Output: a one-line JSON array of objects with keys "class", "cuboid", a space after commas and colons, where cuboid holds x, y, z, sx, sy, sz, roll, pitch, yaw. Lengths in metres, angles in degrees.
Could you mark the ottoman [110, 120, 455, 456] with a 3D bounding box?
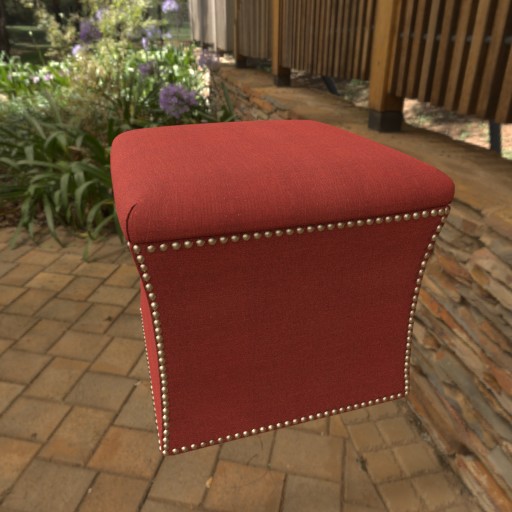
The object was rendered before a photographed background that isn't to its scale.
[{"class": "ottoman", "cuboid": [0.000, 0.000, 0.890, 0.507, 0.475, 0.497, -8, 27, -15]}]
